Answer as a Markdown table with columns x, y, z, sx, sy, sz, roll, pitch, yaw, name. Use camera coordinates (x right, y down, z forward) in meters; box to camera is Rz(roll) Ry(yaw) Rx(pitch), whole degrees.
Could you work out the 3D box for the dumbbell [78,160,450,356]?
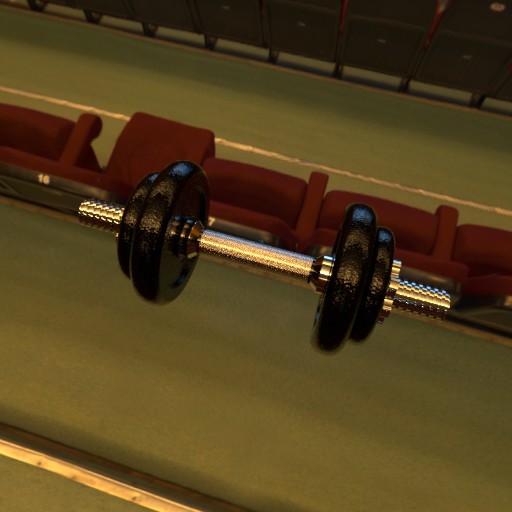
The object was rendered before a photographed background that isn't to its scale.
| x | y | z | sx | sy | sz | roll | pitch | yaw | name |
| --- | --- | --- | --- | --- | --- | --- | --- | --- | --- |
| 0.000 | 0.000 | 0.591 | 0.497 | 0.202 | 0.202 | 15 | 64 | 7 | dumbbell |
